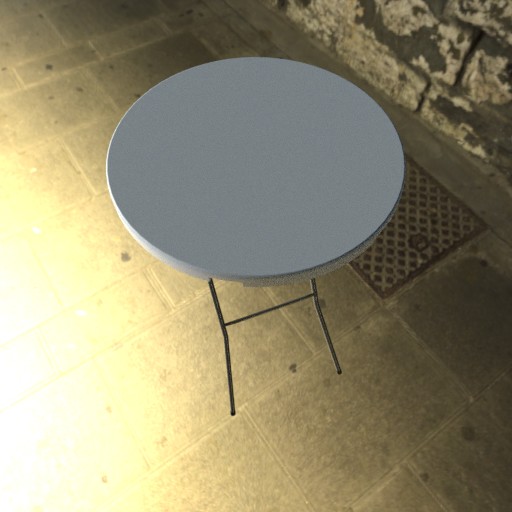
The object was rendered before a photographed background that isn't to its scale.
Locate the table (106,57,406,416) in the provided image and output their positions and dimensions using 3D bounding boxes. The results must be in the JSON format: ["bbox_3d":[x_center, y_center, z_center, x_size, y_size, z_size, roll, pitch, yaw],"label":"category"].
[{"bbox_3d":[0.000,0.000,1.653,0.792,1.105,0.795,-18,60,-11],"label":"table"}]
